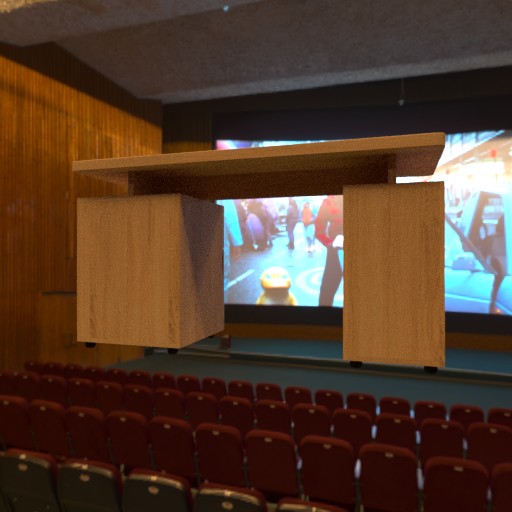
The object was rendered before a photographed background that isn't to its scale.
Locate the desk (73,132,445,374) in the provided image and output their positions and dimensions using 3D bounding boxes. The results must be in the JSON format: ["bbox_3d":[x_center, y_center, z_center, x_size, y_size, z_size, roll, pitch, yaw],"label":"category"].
[{"bbox_3d":[0.000,0.000,1.832,1.400,0.760,0.550,0,0,18],"label":"desk"}]
